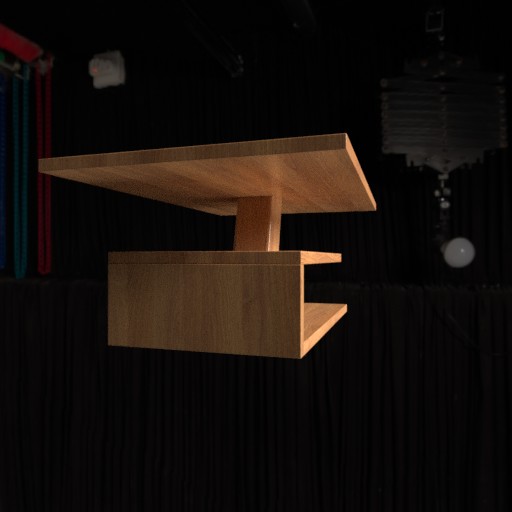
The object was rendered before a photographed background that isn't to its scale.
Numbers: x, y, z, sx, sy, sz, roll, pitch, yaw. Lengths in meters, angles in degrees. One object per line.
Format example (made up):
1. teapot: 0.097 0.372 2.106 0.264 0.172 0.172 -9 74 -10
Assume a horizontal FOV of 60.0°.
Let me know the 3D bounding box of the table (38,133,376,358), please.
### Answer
1. table: 0.000 0.000 1.436 0.700 0.442 1.100 0 0 18
